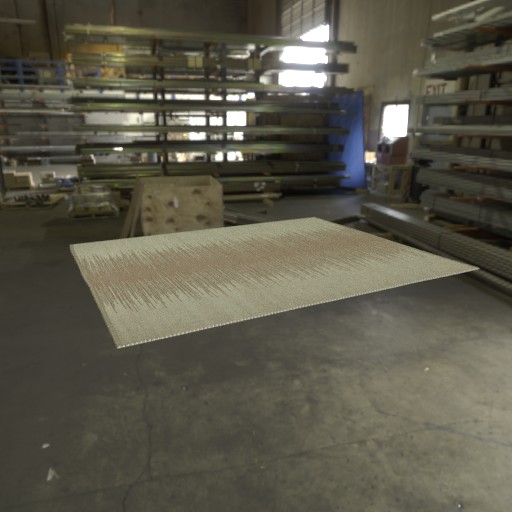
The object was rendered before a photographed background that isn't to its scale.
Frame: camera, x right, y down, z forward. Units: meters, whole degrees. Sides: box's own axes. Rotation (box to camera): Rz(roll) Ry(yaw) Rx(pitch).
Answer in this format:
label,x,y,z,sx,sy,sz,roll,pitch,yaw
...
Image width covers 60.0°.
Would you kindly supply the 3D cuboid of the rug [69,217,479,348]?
label,x,y,z,sx,sy,sz,roll,pitch,yaw
rug,0.000,0.000,4.154,3.048,0.013,2.438,-9,19,-26
